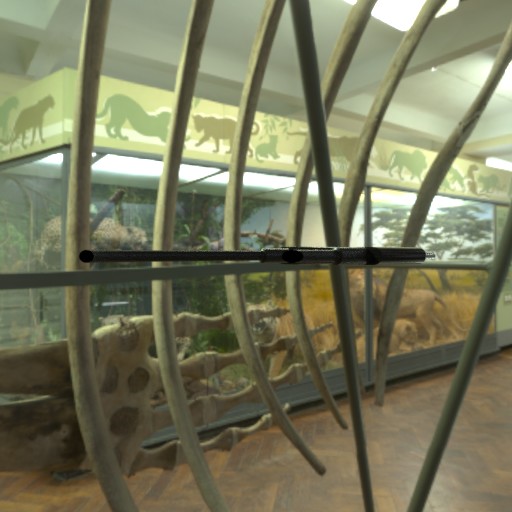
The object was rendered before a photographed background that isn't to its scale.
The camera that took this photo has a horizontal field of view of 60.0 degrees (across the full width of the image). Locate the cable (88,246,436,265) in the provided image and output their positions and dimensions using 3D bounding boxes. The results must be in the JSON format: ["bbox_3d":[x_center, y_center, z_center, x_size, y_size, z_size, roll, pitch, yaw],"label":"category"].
[{"bbox_3d":[0.000,0.000,0.112,0.098,0.006,0.040,0,0,-36],"label":"cable"}]
